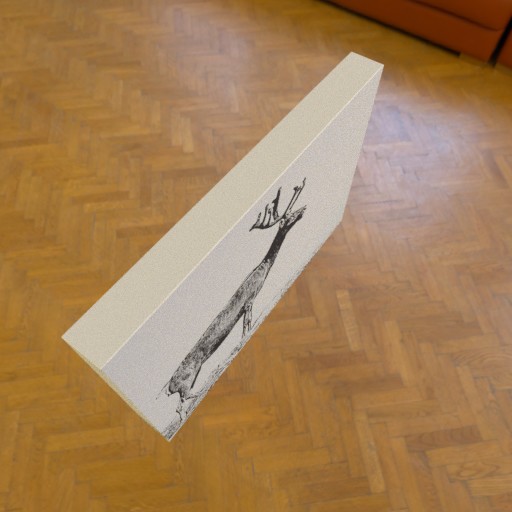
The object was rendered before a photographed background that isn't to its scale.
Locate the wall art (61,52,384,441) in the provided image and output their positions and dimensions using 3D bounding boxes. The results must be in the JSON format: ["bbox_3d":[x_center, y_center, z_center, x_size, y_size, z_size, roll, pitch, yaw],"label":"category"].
[{"bbox_3d":[0.000,0.000,0.474,0.038,0.259,0.381,32,63,18],"label":"wall art"}]
